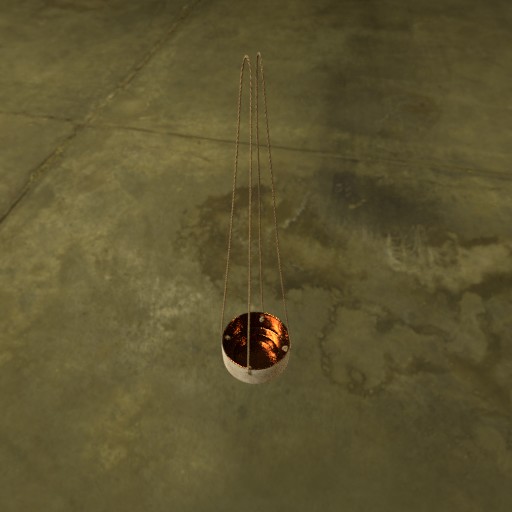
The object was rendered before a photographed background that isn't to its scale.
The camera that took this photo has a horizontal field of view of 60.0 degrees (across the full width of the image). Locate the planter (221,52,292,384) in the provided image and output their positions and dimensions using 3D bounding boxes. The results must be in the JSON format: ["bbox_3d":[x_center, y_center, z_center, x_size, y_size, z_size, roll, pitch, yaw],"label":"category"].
[{"bbox_3d":[0.000,0.000,1.150,0.223,1.030,0.223,-25,51,-22],"label":"planter"}]
